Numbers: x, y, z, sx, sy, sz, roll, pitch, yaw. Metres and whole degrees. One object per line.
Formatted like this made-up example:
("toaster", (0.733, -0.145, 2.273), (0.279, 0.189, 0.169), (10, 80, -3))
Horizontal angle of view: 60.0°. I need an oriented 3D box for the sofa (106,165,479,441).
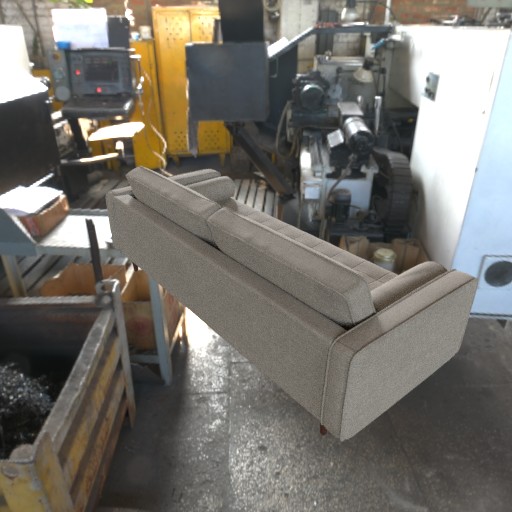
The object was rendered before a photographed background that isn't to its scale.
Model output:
("sofa", (0.000, 0.000, 2.619), (0.914, 0.762, 2.211), (-21, 34, -34))
